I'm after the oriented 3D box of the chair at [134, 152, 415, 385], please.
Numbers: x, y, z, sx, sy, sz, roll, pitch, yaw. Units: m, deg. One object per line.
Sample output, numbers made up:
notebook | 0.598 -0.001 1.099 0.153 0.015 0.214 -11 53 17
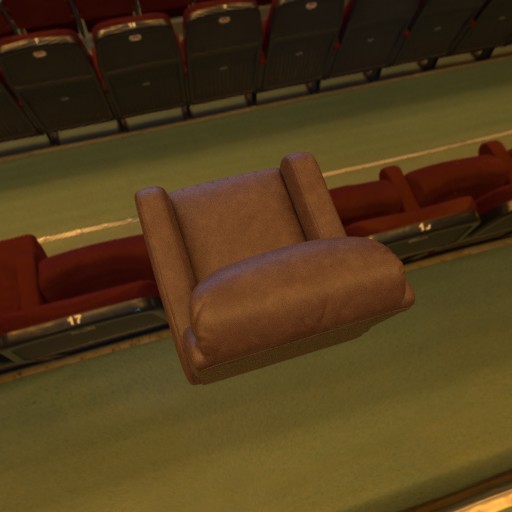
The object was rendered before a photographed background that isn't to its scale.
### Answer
chair | 0.000 0.000 1.845 0.865 1.067 1.067 -15 60 -9
